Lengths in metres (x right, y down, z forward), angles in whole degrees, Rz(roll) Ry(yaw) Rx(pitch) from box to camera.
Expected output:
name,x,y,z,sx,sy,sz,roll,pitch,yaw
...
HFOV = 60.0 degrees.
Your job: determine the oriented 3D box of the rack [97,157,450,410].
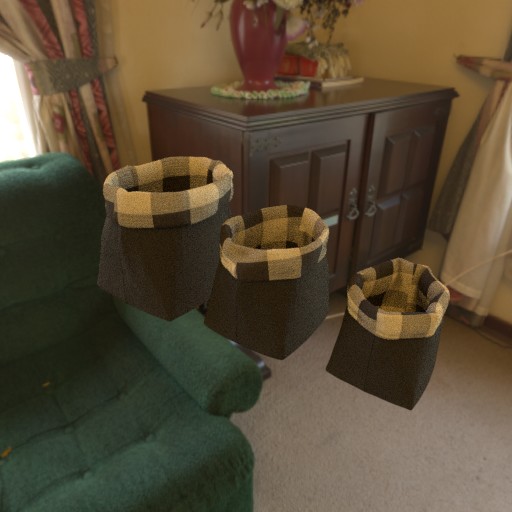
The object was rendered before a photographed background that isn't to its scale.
name,x,y,z,sx,sy,sz,roll,pitch,yaw
rack,0.000,0.000,1.080,0.889,0.329,0.370,18,32,31
